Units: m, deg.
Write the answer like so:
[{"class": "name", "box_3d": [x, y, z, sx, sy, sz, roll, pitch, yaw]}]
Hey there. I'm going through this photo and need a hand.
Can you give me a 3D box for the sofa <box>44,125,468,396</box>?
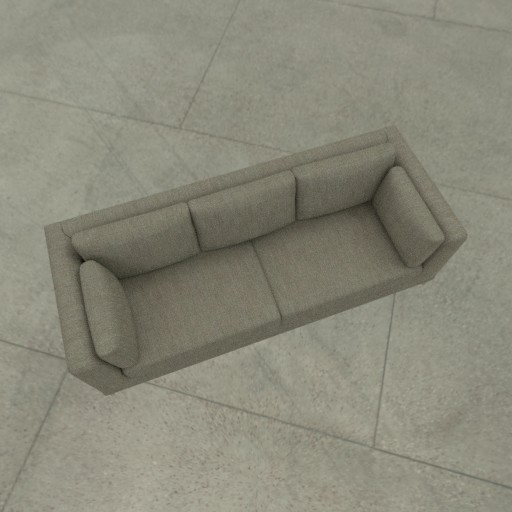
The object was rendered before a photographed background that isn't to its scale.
[{"class": "sofa", "box_3d": [0.000, 0.000, 2.963, 2.415, 0.867, 0.969, -18, 64, -9]}]
